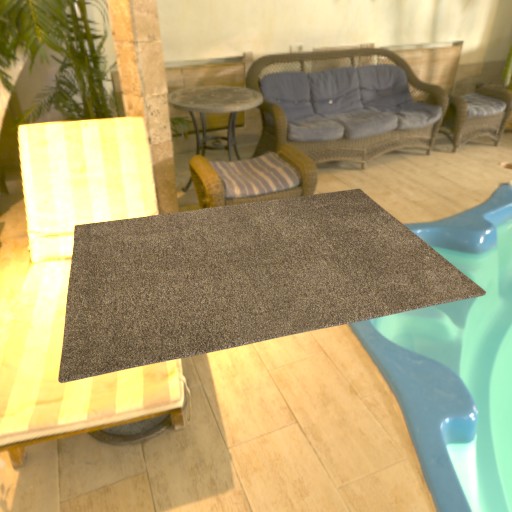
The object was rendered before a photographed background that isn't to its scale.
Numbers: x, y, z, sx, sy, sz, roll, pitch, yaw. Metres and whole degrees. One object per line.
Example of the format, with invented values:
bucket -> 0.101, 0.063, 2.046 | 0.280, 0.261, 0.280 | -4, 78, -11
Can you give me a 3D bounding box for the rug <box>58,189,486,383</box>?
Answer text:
rug -> 0.000, 0.000, 3.380 | 2.699, 0.026, 1.802 | -9, 33, -14
